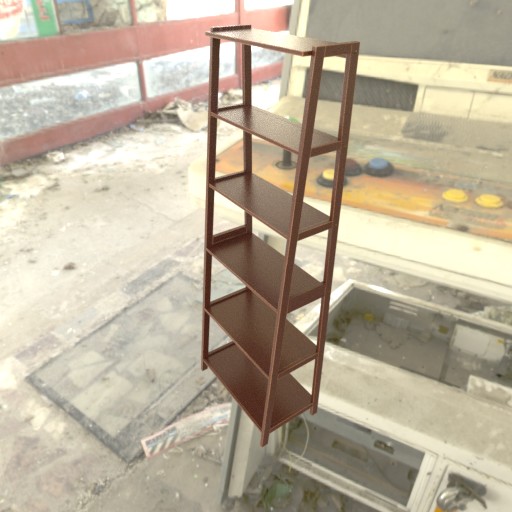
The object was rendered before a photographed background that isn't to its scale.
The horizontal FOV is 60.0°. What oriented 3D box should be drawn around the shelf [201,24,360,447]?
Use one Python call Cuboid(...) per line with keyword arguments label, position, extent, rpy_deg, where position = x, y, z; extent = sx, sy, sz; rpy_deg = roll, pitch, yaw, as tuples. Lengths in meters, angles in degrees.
Cuboid(label="shelf", position=(0.000, 0.000, 2.110), extent=(0.381, 1.892, 0.660), rpy_deg=(-21, 38, -29))
